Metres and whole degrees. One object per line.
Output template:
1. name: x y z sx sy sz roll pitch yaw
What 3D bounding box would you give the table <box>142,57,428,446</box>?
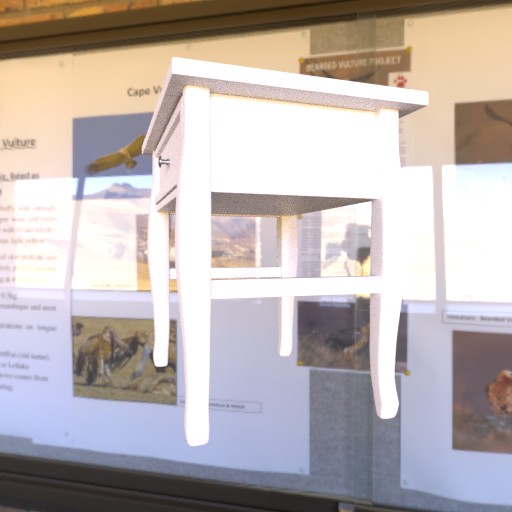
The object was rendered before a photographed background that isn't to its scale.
1. table: 0.000 0.000 1.017 0.463 0.605 0.599 0 1 -19
